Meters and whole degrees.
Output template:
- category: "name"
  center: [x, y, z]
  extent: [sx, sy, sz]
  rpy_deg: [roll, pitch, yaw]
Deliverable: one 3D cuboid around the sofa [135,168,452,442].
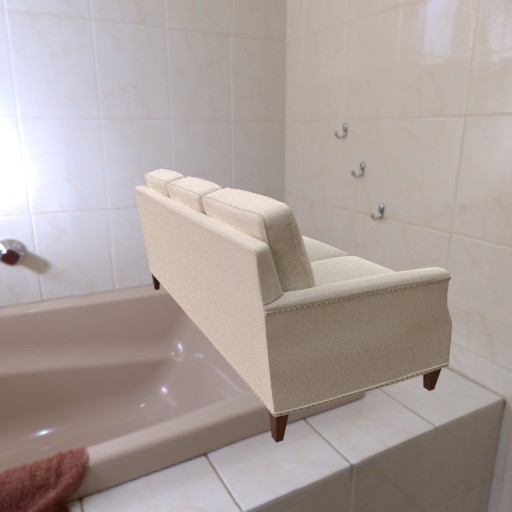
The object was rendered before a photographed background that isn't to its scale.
- category: "sofa"
  center: [0.000, 0.000, 2.846]
  extent: [1.084, 1.003, 2.246]
  rpy_deg: [-7, 17, -25]
